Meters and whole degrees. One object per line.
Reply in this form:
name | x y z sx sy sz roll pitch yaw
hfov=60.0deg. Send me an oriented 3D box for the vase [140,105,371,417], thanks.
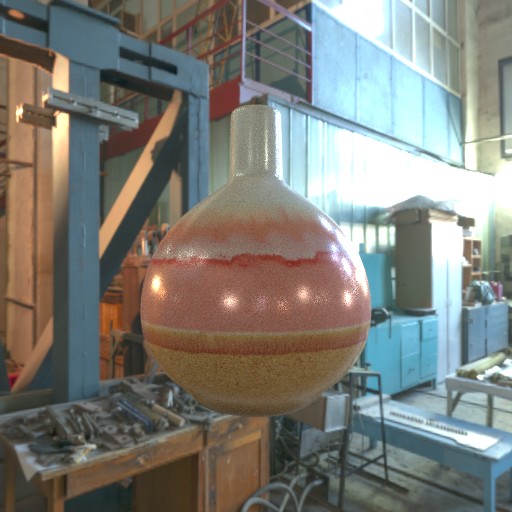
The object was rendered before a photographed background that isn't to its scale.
vase | 0.000 0.000 0.271 0.137 0.176 0.137 0 0 0
